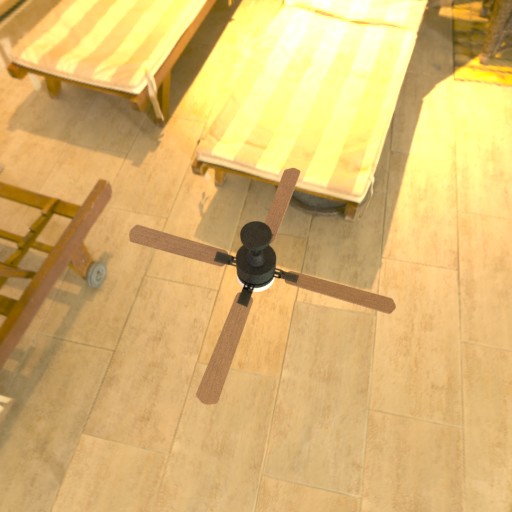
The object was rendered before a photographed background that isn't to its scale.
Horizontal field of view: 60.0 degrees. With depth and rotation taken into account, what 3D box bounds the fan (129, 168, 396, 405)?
[{"bbox_3d":[0.000,0.000,2.005,1.320,0.355,1.320,16,60,9],"label":"fan"}]
